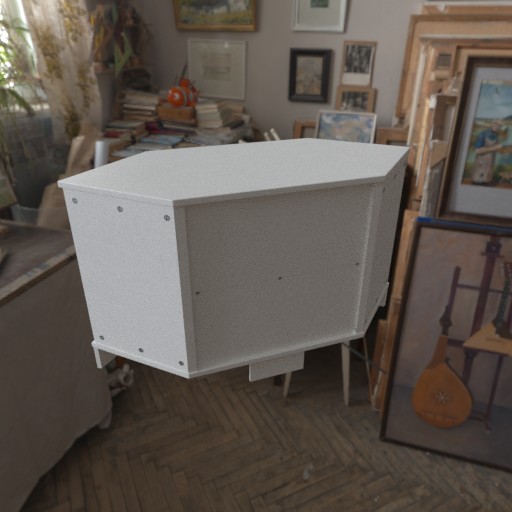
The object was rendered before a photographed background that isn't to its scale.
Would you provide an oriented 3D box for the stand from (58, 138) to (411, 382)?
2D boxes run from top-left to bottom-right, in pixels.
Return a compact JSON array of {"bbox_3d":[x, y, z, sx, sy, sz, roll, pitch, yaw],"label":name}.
[{"bbox_3d":[0.000,0.000,1.426,1.072,0.614,0.477,-9,29,-17],"label":"stand"}]
